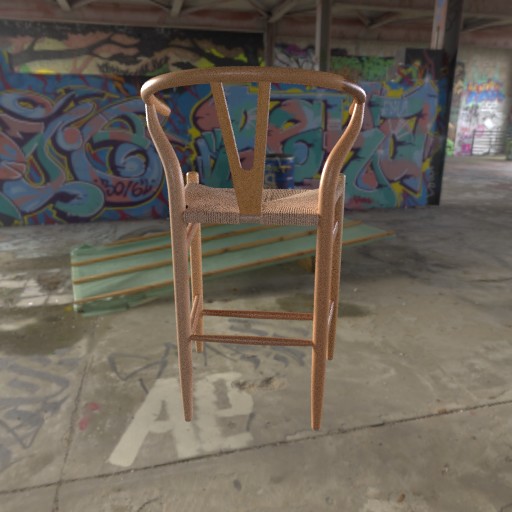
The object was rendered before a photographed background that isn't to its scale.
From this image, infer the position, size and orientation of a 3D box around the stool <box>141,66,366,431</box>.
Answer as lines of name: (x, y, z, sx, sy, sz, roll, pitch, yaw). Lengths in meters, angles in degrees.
stool: (0.000, 0.000, 1.245, 0.536, 0.923, 0.575, 2, 17, 6)
